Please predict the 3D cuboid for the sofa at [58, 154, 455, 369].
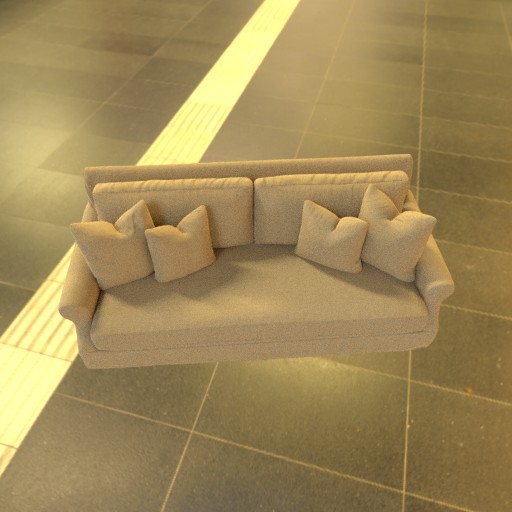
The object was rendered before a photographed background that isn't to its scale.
[{"bbox_3d":[0.000,0.000,2.836,2.285,0.904,1.067,-3,47,-3],"label":"sofa"}]
